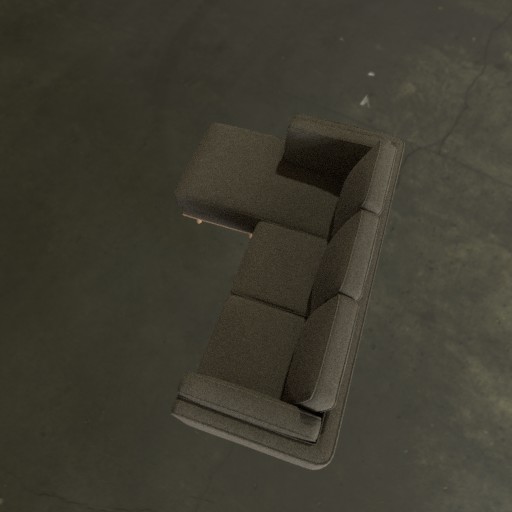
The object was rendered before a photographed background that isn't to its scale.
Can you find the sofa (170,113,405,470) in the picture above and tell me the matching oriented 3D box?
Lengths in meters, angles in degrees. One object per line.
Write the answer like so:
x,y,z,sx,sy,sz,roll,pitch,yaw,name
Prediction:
0.000,0.000,3.131,1.604,0.929,2.411,16,61,9,sofa
